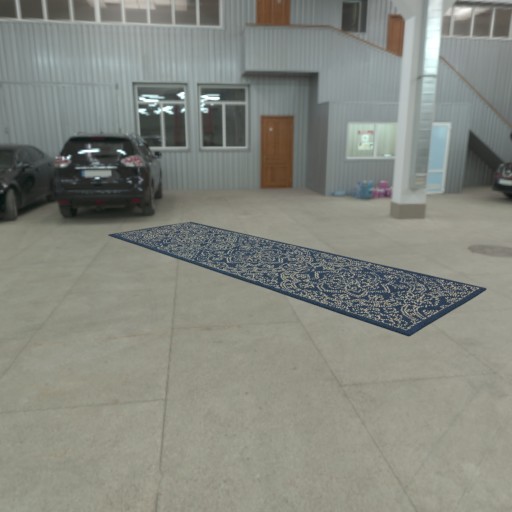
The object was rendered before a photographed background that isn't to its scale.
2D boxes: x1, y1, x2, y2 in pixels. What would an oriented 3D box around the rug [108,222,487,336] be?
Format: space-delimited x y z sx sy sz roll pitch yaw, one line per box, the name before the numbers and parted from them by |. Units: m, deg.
rug | 0.000 0.000 2.747 0.769 0.012 2.448 -14 20 -42
